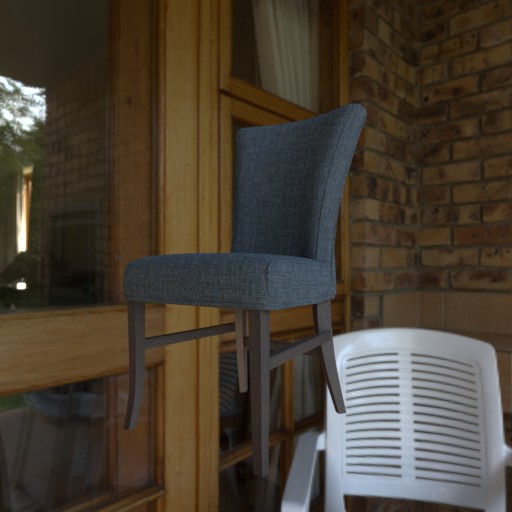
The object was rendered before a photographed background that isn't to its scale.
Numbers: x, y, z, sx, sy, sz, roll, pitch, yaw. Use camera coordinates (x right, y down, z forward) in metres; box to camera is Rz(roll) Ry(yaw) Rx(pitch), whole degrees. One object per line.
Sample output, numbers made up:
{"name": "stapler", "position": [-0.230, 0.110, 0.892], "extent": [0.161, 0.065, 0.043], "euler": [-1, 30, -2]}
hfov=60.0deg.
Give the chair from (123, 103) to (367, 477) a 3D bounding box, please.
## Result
{"name": "chair", "position": [0.000, 0.000, 1.378], "extent": [0.520, 0.991, 0.660], "euler": [-1, -1, 36]}
